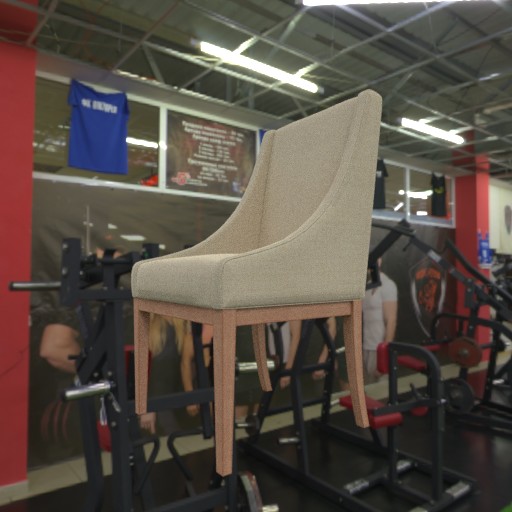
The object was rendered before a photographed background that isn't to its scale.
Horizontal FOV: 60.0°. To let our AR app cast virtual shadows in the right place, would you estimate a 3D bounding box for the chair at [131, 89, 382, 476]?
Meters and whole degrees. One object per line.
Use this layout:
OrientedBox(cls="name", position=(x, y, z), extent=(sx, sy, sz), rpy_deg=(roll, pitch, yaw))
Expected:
OrientedBox(cls="chair", position=(0.000, 0.000, 1.407), extent=(0.611, 1.021, 0.575), rpy_deg=(1, -2, -35))
